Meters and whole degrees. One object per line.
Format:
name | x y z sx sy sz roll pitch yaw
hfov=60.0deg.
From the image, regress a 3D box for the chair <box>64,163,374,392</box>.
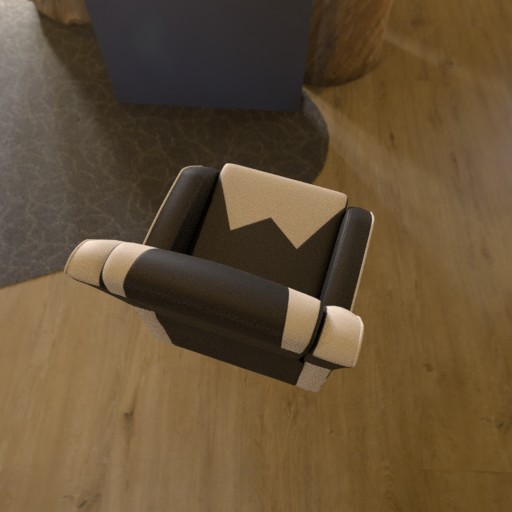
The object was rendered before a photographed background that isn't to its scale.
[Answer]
chair | 0.000 0.000 1.315 0.620 0.805 0.672 16 64 8
